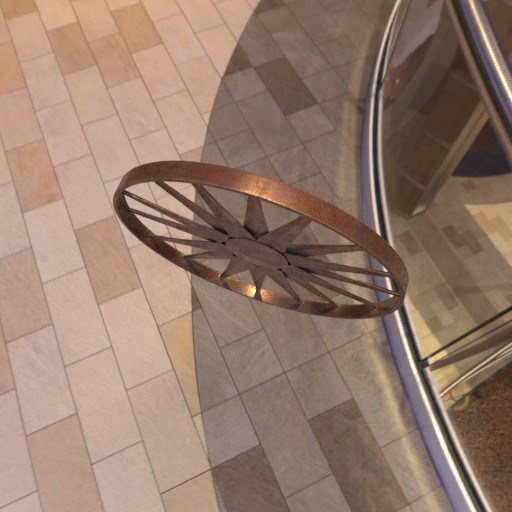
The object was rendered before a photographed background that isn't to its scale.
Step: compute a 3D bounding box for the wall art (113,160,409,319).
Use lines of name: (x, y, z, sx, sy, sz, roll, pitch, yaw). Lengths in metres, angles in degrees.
wall art: (0.000, 0.000, 0.884, 0.582, 0.583, 0.084, 17, 66, 8)
